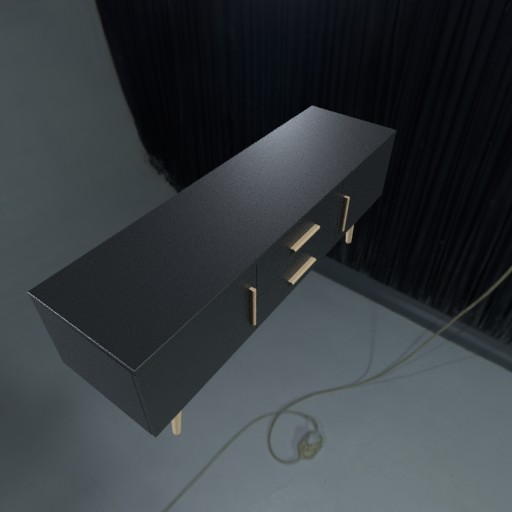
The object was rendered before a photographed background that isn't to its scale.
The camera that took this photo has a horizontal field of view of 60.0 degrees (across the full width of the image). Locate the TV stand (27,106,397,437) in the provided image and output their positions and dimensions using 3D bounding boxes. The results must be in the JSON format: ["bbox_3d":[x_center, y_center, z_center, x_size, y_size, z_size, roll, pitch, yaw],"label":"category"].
[{"bbox_3d":[0.000,0.000,1.539,0.390,0.518,1.312,26,48,26],"label":"TV stand"}]
